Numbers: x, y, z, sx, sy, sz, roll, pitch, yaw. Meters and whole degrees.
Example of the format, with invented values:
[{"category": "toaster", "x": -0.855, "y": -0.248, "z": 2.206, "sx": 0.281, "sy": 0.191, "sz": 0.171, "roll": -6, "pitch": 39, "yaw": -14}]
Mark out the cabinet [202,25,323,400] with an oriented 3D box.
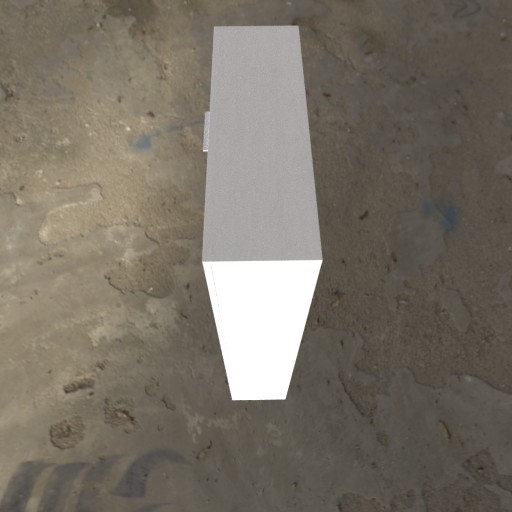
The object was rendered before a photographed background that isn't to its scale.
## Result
[{"category": "cabinet", "x": 0.000, "y": 0.000, "z": 1.609, "sx": 0.250, "sy": 1.280, "sz": 0.750, "roll": -1, "pitch": 60, "yaw": 0}]
